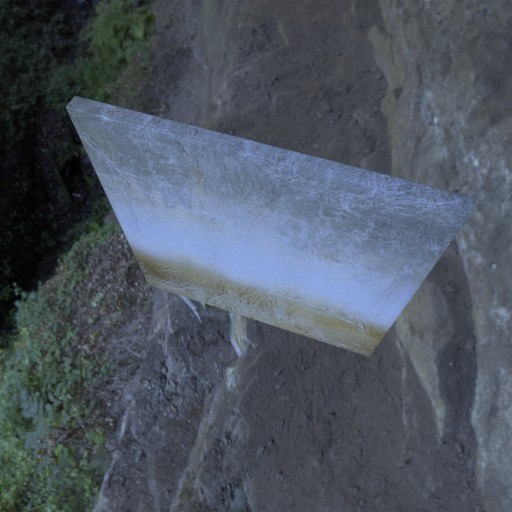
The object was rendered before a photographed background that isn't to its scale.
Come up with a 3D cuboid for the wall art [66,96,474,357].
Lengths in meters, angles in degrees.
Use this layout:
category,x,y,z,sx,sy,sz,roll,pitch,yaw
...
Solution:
category,x,y,z,sx,sy,sz,roll,pitch,yaw
wall art,0.000,0.000,1.614,1.092,1.091,0.051,17,61,10
